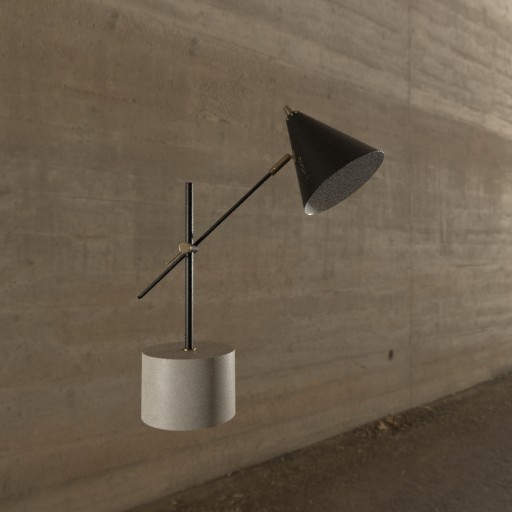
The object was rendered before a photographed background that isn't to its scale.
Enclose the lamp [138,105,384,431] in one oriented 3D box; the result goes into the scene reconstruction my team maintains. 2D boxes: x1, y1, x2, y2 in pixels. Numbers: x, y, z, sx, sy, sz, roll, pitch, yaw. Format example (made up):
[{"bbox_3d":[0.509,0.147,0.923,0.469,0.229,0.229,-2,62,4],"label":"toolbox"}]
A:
[{"bbox_3d":[0.000,0.000,0.728,0.403,0.518,0.214,0,-1,18],"label":"lamp"}]
